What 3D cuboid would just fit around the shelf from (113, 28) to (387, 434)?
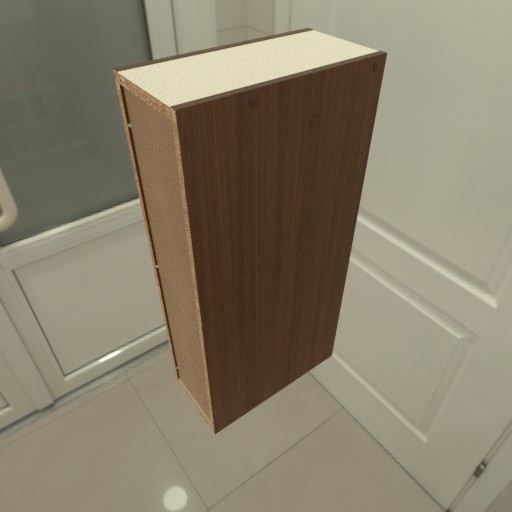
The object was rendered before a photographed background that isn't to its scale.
[{"bbox_3d":[0.000,0.000,0.710,0.290,0.600,0.147,-26,47,-27],"label":"shelf"}]
